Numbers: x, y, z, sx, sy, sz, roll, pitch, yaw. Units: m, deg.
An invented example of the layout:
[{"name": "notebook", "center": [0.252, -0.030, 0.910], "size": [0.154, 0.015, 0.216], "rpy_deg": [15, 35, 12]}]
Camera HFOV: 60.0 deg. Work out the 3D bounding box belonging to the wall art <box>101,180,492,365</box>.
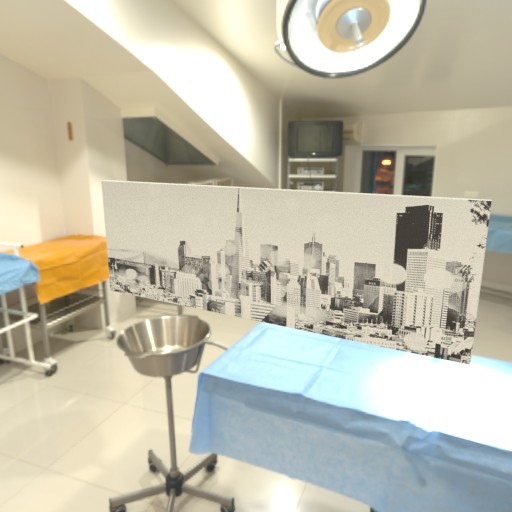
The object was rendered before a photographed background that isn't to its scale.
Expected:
[{"name": "wall art", "center": [0.000, 0.000, 1.670], "size": [1.520, 0.507, 0.039], "rpy_deg": [7, 16, 27]}]
